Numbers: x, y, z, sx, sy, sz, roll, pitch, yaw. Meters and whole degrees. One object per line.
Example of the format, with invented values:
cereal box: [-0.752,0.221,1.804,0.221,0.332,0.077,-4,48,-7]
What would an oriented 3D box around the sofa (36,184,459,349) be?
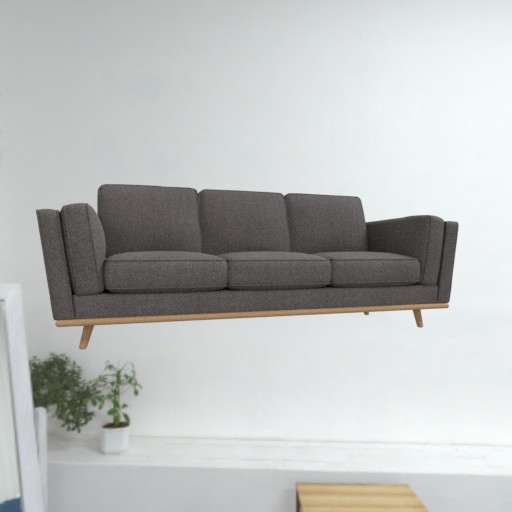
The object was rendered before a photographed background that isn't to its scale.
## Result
sofa: [0.000,0.000,2.755,2.362,0.899,0.903,0,0,-19]
